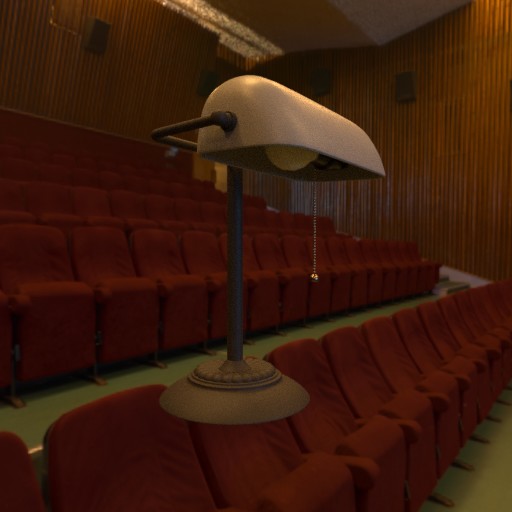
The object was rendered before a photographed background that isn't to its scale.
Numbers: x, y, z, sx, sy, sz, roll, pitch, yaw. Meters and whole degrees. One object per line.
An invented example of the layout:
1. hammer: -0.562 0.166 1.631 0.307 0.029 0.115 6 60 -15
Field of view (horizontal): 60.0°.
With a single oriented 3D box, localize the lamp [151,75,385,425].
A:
1. lamp: 0.000 0.000 0.513 0.243 0.339 0.264 0 1 38
